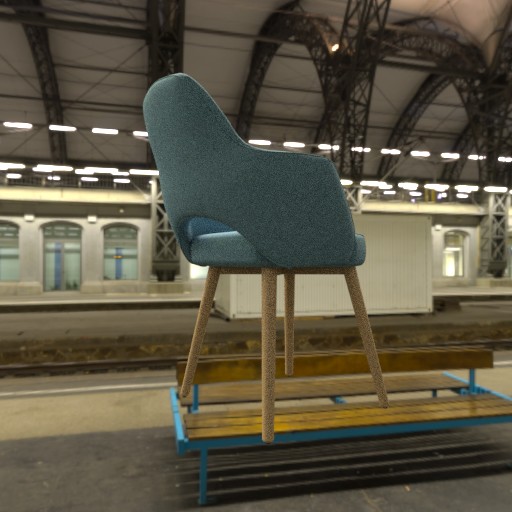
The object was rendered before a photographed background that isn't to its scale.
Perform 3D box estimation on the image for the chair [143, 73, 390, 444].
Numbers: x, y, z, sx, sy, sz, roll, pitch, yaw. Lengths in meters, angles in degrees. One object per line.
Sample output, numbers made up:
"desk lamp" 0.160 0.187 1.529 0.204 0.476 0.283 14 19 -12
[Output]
"chair" 0.000 0.000 1.344 0.666 0.920 0.589 0 -1 -36
